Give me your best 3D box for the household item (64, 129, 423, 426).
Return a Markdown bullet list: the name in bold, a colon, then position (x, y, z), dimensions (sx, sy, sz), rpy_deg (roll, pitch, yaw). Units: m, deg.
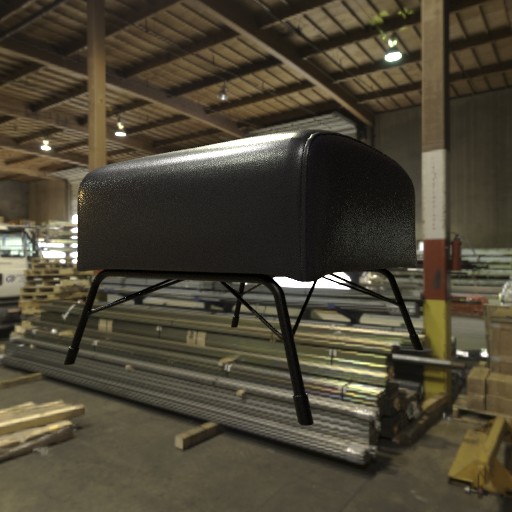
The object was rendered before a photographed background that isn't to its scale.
- **household item**: position (0.000, 0.000, 0.905), dimensions (0.530, 0.410, 0.530), rpy_deg (0, 0, 35)
